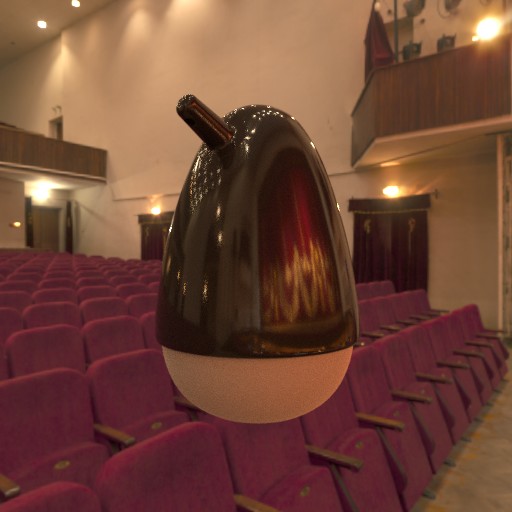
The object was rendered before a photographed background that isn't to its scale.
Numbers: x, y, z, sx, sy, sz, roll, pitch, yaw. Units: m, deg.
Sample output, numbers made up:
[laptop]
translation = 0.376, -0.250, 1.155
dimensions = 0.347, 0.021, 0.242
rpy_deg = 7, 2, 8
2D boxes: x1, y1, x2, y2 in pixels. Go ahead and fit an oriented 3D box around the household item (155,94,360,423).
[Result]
[household item]
translation = 0.000, 0.000, 0.225
dimensions = 0.102, 0.152, 0.104
rpy_deg = 0, 0, 37
